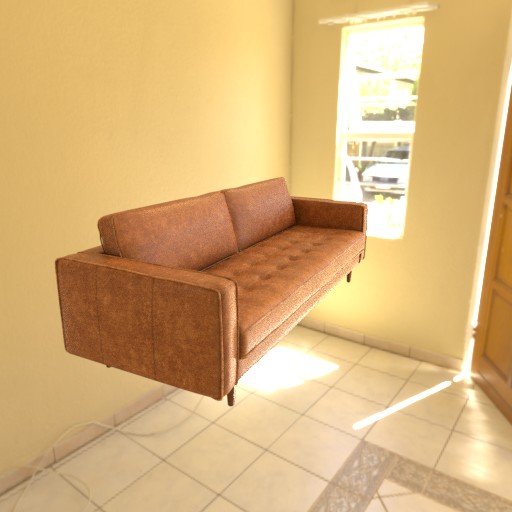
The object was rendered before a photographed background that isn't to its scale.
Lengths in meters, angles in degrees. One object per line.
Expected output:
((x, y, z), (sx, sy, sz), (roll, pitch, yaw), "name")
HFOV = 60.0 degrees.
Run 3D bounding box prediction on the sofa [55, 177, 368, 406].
((0.000, 0.000, 2.703), (0.886, 0.779, 2.199), (8, 18, 26), "sofa")
